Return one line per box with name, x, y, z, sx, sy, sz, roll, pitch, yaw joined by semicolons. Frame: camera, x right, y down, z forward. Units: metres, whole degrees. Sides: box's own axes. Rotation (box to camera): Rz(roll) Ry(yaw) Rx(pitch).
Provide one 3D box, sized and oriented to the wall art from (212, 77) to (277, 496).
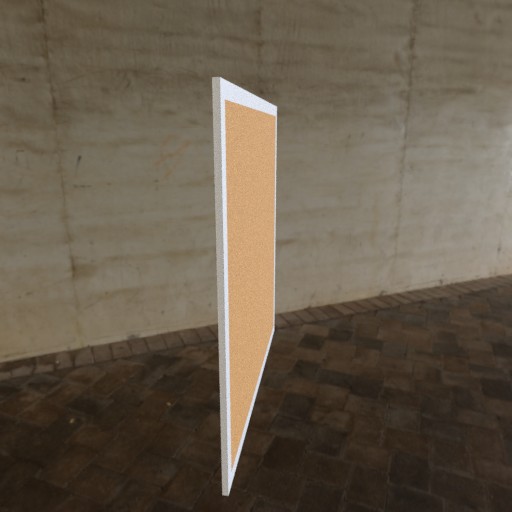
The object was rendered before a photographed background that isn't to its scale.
wall art;0.000;0.000;1.200;0.013;0.813;0.812;2;16;9
